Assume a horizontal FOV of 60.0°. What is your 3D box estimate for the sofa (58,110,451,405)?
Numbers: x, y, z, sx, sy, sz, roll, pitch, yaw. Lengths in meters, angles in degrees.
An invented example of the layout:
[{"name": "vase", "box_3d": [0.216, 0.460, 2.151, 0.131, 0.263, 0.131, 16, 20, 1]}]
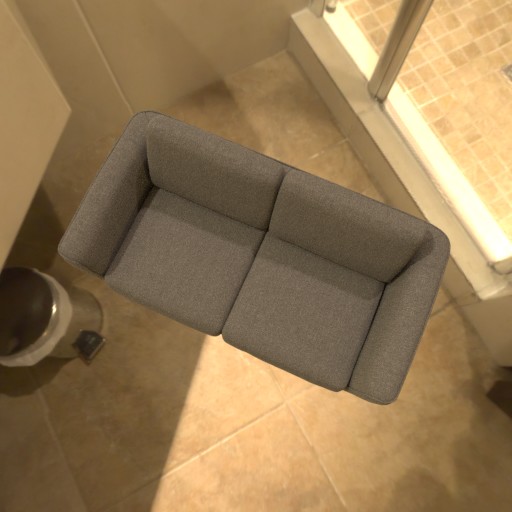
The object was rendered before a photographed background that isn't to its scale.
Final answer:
[{"name": "sofa", "box_3d": [0.000, 0.000, 2.251, 1.700, 0.870, 0.920, 23, 77, 6]}]
